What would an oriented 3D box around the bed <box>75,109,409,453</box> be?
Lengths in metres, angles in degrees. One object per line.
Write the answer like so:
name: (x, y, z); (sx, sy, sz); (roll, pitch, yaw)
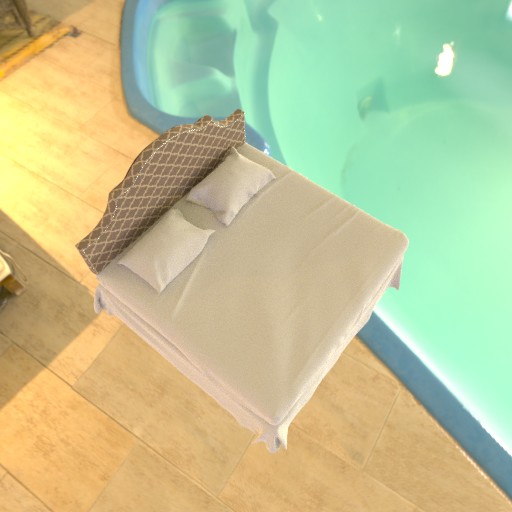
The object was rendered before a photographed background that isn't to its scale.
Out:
bed: (0.000, 0.000, 3.840); (2.222, 1.601, 2.314); (34, 65, 19)
